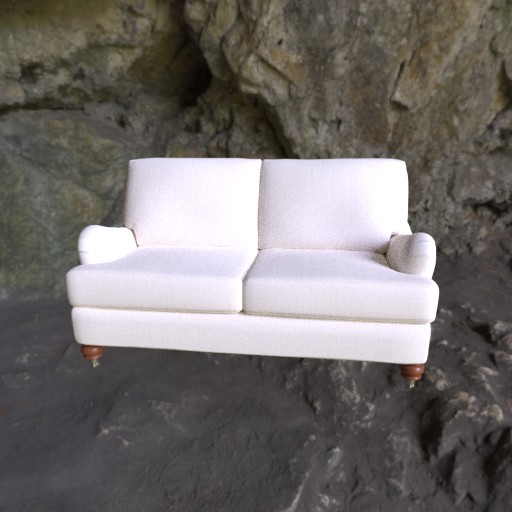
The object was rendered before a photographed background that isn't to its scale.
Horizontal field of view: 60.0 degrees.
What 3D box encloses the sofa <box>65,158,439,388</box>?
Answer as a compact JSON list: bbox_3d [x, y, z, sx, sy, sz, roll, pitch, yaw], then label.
[{"bbox_3d":[0.000,0.000,2.581,1.853,1.101,1.084,2,14,7],"label":"sofa"}]
